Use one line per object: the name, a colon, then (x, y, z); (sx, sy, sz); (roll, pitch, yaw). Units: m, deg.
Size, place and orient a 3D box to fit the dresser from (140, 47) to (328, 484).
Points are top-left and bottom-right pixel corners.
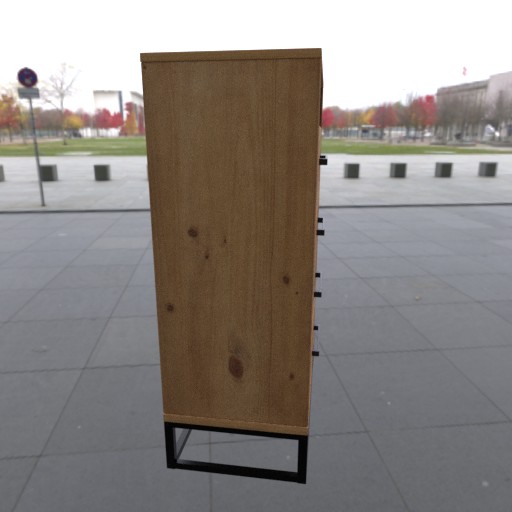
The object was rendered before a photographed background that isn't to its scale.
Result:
dresser: (0.000, 0.000, 1.596); (0.479, 1.240, 0.761); (2, 16, 8)
